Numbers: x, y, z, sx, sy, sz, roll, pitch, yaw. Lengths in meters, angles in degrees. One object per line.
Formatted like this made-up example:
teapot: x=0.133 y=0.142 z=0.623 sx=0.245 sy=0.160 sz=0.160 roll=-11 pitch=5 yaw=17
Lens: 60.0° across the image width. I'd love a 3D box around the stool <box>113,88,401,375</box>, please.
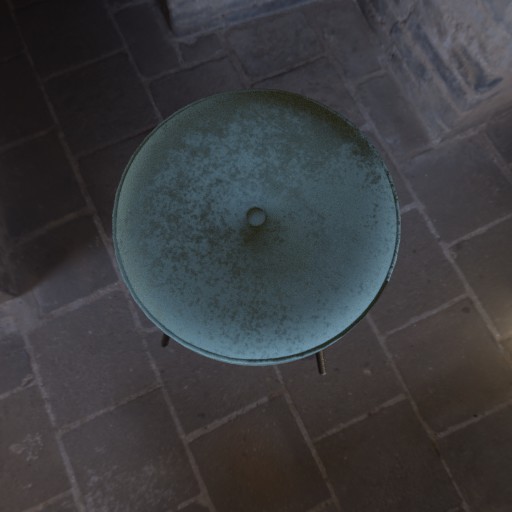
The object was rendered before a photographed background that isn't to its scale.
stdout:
stool: x=0.000 y=0.000 z=0.858 sx=0.457 sy=0.519 sz=0.458 roll=18 pitch=77 yaw=4
